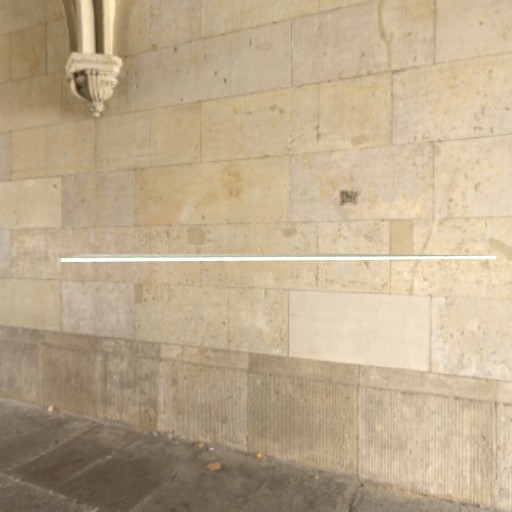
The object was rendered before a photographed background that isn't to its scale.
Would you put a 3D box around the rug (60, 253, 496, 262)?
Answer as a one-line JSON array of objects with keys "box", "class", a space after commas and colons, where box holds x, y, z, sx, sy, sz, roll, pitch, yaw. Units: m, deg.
[{"box": [0.000, 0.000, 4.034, 3.039, 0.019, 2.420, 0, 1, -18], "class": "rug"}]
